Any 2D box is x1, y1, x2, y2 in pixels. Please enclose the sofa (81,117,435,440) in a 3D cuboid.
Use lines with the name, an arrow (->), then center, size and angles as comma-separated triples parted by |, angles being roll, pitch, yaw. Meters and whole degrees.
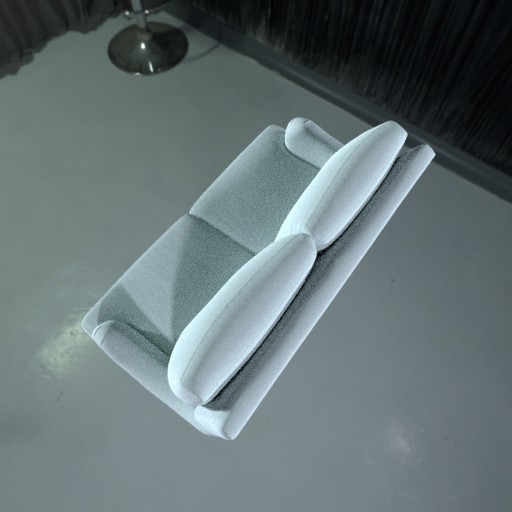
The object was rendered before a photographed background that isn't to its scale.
sofa -> 0.000, 0.000, 2.559 | 1.084, 1.101, 1.853 | 33, 67, 16
